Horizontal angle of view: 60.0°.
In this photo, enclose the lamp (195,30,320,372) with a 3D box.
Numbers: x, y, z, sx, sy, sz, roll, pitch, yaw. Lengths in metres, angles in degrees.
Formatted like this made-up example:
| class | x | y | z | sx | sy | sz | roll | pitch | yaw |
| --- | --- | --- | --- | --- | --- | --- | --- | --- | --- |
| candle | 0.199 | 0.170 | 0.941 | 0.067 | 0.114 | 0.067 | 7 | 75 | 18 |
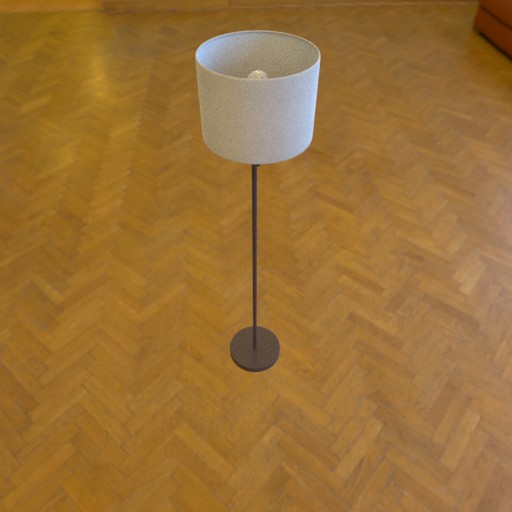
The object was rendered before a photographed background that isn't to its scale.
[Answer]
| class | x | y | z | sx | sy | sz | roll | pitch | yaw |
| --- | --- | --- | --- | --- | --- | --- | --- | --- | --- |
| lamp | 0.000 | 0.000 | 1.751 | 0.324 | 1.600 | 0.416 | -4 | 46 | -4 |
